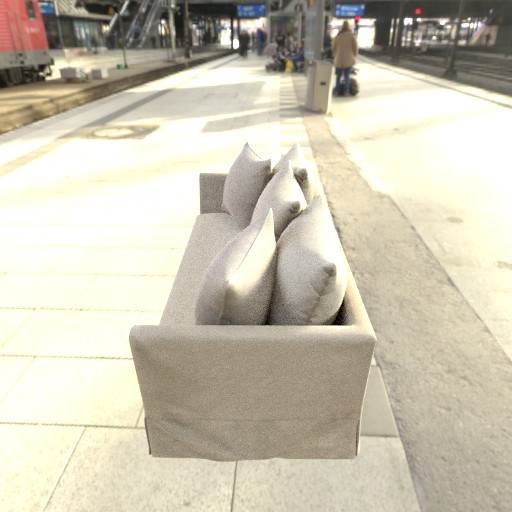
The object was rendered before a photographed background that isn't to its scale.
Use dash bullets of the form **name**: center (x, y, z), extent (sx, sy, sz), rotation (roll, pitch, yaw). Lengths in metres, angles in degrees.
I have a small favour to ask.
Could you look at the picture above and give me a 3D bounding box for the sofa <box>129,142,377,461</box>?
- **sofa**: center (0.000, 0.000, 2.826), extent (1.031, 1.034, 2.290), rotation (0, 26, 1)
